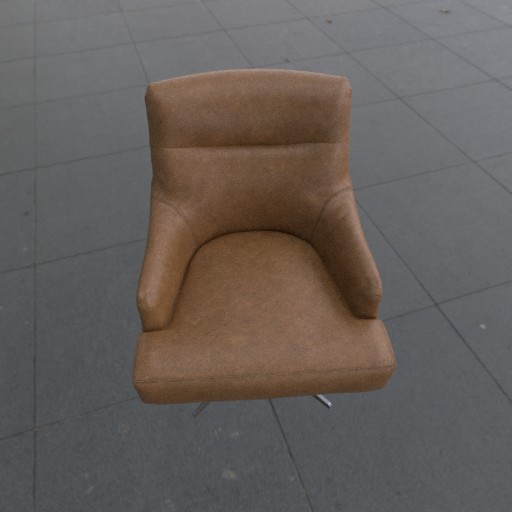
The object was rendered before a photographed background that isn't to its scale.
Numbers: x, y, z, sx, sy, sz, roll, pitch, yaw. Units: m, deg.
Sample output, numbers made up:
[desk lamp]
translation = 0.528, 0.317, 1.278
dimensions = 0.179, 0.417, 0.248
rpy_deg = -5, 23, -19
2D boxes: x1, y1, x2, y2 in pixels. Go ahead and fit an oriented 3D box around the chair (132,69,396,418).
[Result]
[chair]
translation = 0.000, 0.000, 1.448
dimensions = 0.729, 0.869, 0.874
rpy_deg = -3, 47, -3
